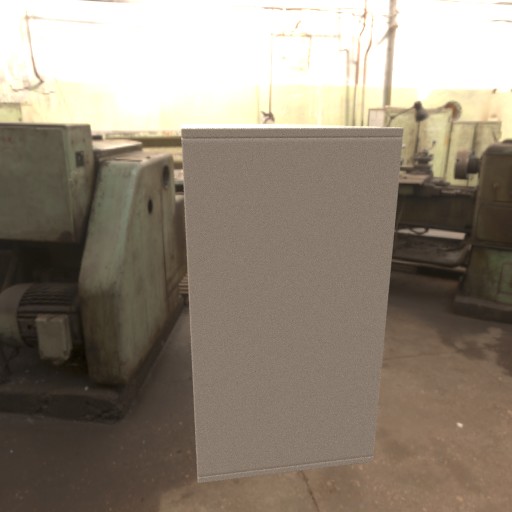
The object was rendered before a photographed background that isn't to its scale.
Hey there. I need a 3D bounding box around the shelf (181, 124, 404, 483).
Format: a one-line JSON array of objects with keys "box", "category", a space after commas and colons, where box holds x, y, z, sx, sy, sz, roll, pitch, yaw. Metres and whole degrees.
[{"box": [0.000, 0.000, 1.295, 0.396, 0.732, 0.895, -3, 17, -9], "category": "shelf"}]
